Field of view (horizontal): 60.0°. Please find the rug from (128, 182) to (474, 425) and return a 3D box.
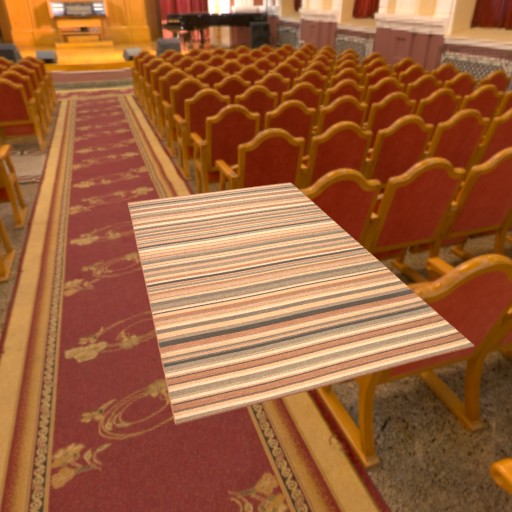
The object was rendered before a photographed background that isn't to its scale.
[{"bbox_3d":[0.000,0.000,3.041,1.523,0.014,2.438,-10,31,-16],"label":"rug"}]
